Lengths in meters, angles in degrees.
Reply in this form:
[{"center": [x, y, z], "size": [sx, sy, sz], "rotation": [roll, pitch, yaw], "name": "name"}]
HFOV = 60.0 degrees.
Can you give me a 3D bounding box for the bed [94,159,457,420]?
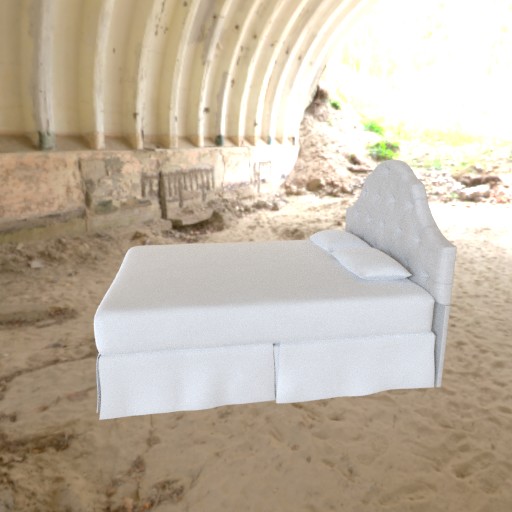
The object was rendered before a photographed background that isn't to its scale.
[{"center": [0.000, 0.000, 3.835], "size": [2.477, 1.617, 2.039], "rotation": [-2, 15, -9], "name": "bed"}]
